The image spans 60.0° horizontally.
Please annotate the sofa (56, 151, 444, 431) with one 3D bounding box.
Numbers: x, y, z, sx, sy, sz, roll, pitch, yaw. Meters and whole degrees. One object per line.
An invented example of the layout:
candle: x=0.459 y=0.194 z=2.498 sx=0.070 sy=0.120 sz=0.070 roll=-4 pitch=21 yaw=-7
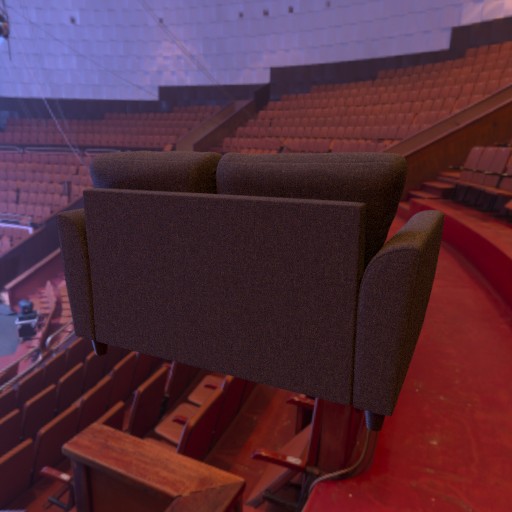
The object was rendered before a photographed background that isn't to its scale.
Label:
sofa: x=0.000 y=0.000 z=1.913 sx=1.423 sy=0.885 sz=0.851 roll=7 pitch=15 yaw=26
